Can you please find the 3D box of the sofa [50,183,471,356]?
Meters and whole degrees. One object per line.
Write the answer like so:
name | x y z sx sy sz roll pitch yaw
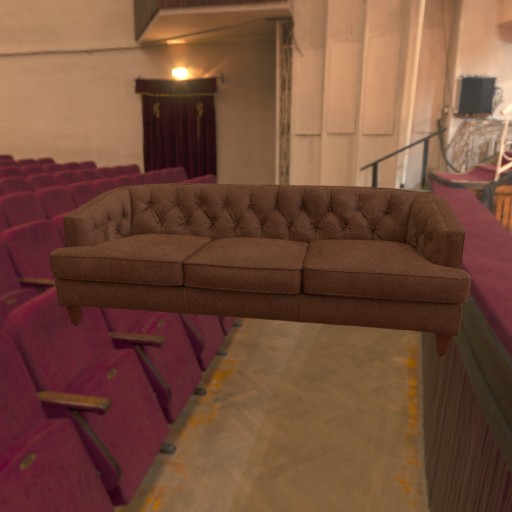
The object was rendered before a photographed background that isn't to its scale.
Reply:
sofa | 0.000 0.000 2.686 2.227 0.787 0.927 3 15 10
